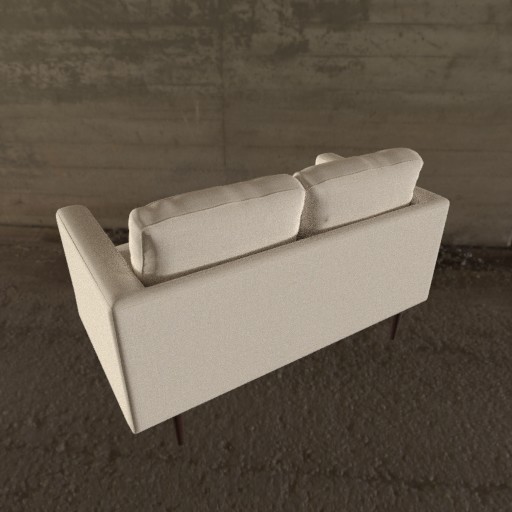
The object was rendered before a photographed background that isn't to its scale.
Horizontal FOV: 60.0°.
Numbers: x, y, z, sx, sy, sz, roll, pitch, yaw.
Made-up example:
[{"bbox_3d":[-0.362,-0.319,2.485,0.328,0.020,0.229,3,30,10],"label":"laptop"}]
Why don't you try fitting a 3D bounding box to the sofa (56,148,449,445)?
[{"bbox_3d":[0.000,0.000,1.922,1.430,0.908,0.796,-17,34,-27],"label":"sofa"}]
